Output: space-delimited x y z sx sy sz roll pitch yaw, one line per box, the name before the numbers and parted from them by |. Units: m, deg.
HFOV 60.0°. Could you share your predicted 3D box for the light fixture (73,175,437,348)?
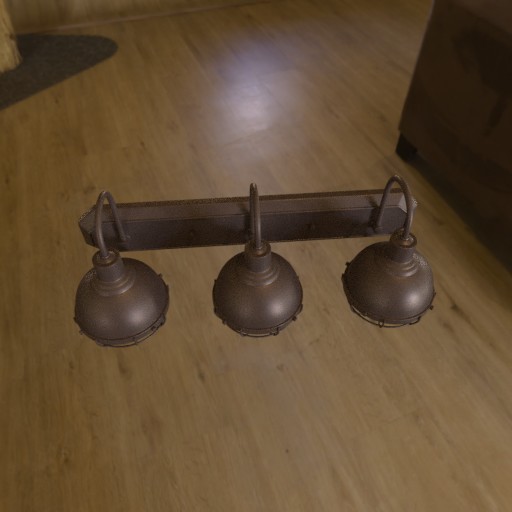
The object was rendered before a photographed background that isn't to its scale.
light fixture | 0.000 0.000 0.765 0.634 0.254 0.229 -4 48 -3
